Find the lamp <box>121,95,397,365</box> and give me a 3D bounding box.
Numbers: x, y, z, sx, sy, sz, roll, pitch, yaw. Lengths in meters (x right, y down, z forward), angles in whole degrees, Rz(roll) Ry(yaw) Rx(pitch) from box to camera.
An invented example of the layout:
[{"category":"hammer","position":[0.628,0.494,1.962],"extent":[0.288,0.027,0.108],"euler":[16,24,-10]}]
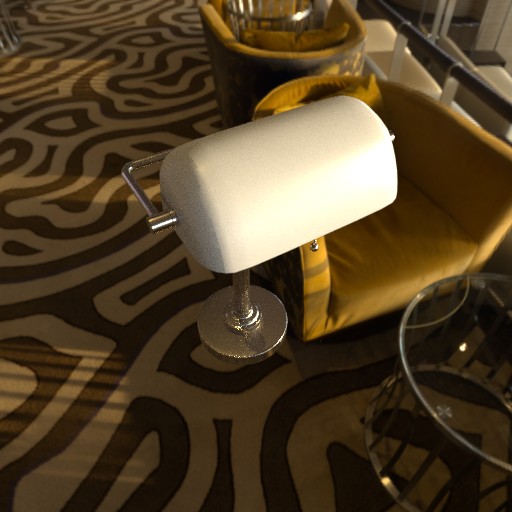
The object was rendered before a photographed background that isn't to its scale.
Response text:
[{"category":"lamp","position":[0.000,0.000,0.557],"extent":[0.269,0.404,0.227],"euler":[-24,50,-21]}]
